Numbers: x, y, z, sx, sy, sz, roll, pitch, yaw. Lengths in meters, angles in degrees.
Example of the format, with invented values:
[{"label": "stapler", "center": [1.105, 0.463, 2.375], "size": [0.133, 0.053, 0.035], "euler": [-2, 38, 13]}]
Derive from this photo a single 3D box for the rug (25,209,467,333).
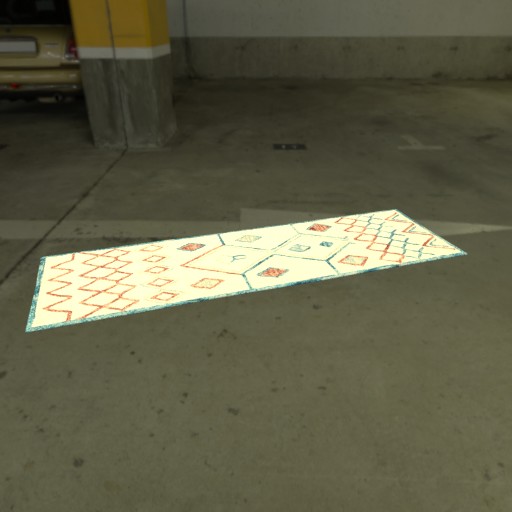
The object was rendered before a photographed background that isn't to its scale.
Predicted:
[{"label": "rug", "center": [0.000, 0.000, 2.645], "size": [2.435, 0.011, 0.750], "euler": [-9, 29, -16]}]
